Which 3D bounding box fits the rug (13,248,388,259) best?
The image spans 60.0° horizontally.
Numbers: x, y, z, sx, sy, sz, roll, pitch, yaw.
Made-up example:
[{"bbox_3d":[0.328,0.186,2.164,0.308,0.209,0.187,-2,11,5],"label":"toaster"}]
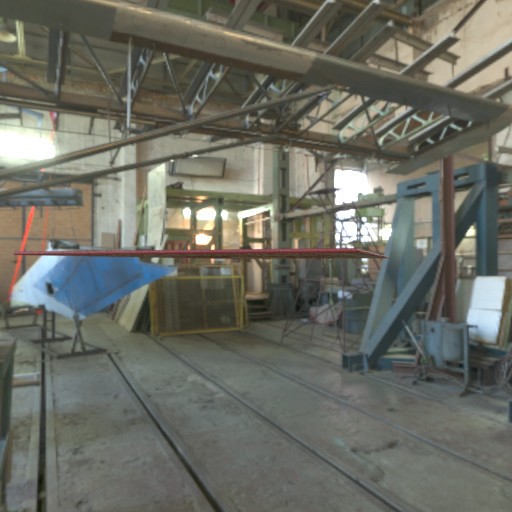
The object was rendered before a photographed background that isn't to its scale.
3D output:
[{"bbox_3d":[0.000,0.000,2.223,1.194,0.013,1.802,0,-1,19],"label":"rug"}]
